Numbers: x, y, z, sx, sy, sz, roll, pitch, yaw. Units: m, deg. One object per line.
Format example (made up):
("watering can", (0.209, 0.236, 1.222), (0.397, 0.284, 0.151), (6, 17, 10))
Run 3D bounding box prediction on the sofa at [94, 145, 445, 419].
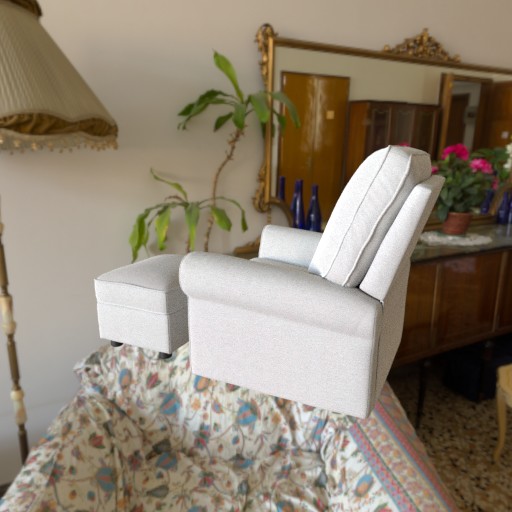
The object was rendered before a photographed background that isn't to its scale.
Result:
("sofa", (0.000, 0.000, 1.995), (1.478, 0.959, 0.880), (6, 15, 25))
